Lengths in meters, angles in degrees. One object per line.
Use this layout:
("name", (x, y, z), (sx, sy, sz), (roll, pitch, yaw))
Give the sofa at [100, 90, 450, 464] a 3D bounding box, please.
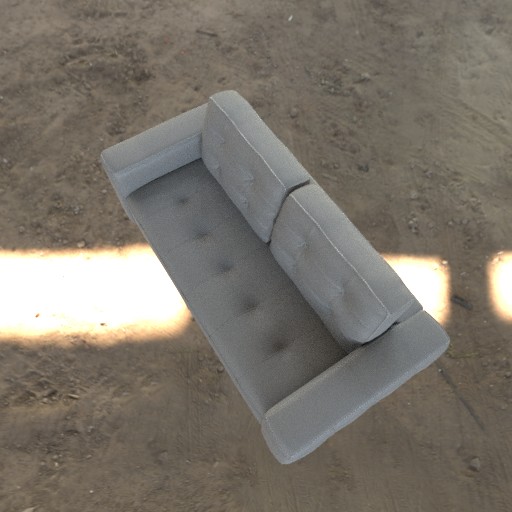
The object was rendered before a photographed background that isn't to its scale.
("sofa", (0.000, 0.000, 2.185), (0.833, 0.892, 1.726), (-30, 67, -14))
